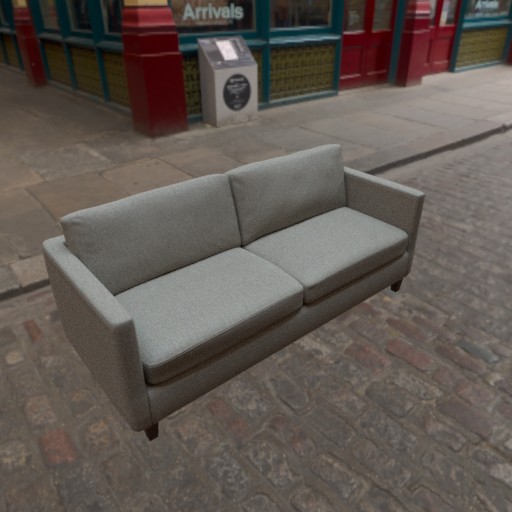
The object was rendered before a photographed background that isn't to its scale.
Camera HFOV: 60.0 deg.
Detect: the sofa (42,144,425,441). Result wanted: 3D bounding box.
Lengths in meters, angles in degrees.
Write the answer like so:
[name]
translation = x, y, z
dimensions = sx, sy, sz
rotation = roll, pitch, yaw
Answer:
[sofa]
translation = 0.000, 0.000, 2.757
dimensions = 2.208, 0.963, 0.956
rotation = -22, 37, -34
